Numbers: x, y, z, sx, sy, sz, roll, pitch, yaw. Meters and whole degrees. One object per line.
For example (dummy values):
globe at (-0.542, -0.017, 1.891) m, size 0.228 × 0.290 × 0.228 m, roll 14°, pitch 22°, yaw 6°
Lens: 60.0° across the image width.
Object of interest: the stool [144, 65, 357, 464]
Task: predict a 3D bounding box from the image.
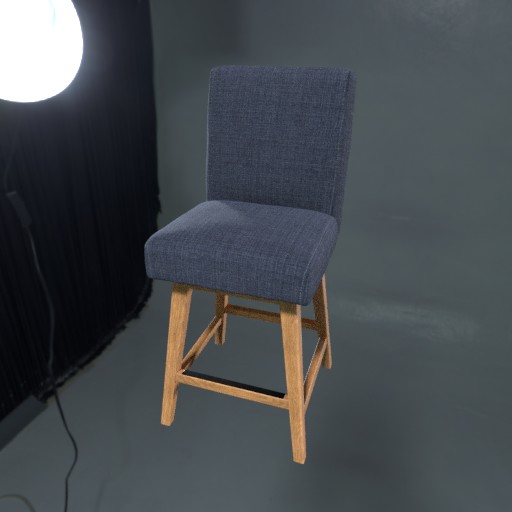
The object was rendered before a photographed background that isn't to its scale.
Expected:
stool at (0.000, 0.000, 1.314) m, size 0.459 × 1.010 × 0.526 m, roll 9°, pitch 28°, yaw 17°
